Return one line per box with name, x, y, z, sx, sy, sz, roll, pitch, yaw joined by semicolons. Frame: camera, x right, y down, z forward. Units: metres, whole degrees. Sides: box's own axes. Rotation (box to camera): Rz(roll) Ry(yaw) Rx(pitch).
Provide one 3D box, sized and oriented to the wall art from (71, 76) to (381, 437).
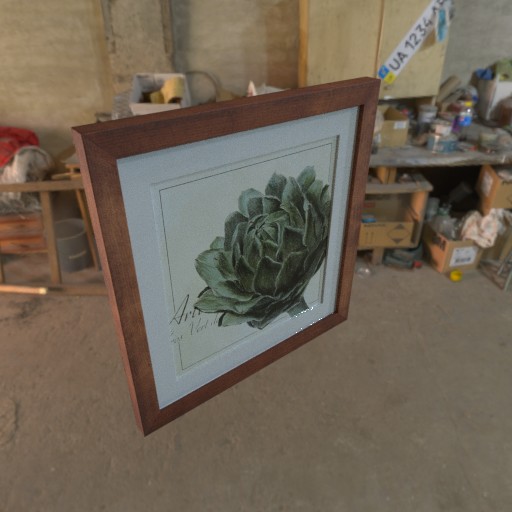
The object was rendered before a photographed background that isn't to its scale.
wall art;0.000;0.000;0.834;0.554;0.572;0.037;-22;38;-31
